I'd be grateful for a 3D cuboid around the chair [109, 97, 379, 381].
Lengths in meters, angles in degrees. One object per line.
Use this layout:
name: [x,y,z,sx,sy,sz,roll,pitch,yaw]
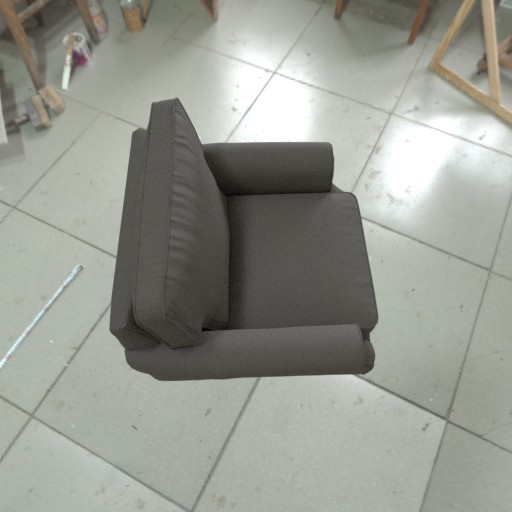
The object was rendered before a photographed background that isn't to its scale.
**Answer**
chair: [0.000,0.000,1.832,0.966,0.967,1.029,-2,62,-1]
